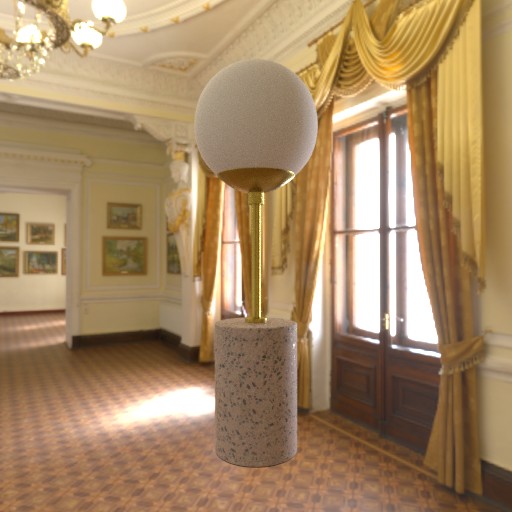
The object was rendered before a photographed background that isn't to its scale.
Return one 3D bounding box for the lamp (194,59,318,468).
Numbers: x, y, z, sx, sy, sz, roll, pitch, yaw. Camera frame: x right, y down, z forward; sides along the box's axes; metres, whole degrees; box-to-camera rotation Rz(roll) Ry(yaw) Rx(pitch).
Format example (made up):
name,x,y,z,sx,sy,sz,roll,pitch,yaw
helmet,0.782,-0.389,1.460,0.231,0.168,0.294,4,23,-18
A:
name,x,y,z,sx,sy,sz,roll,pitch,yaw
lamp,0.000,0.000,0.554,0.153,0.480,0.153,0,-1,0
